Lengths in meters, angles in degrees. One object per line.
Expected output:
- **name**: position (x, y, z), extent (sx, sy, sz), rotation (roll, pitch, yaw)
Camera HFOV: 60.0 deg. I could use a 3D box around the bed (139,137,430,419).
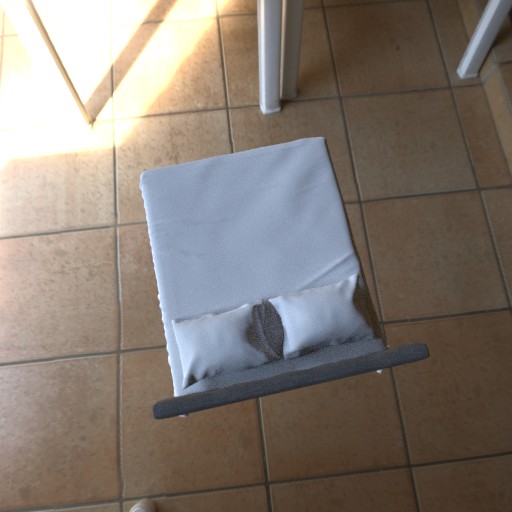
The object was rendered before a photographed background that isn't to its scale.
- **bed**: position (0.000, 0.000, 3.535), extent (1.936, 1.577, 2.222), rotation (-12, 75, -3)
